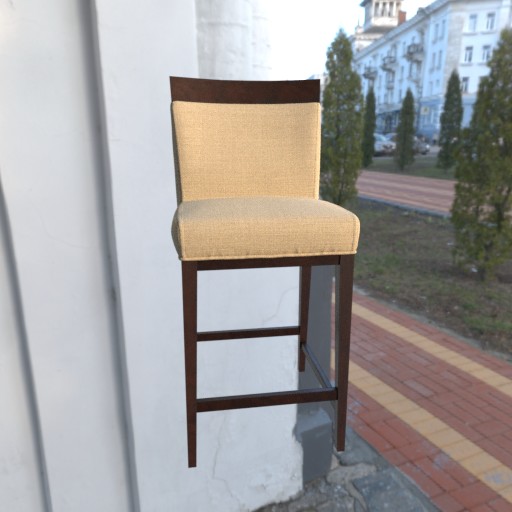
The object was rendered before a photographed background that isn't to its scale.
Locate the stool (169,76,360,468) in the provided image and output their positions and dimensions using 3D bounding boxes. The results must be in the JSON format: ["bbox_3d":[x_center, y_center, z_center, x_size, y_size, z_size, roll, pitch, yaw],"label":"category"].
[{"bbox_3d":[0.000,0.000,1.422,0.511,1.117,0.531,-2,15,-8],"label":"stool"}]
